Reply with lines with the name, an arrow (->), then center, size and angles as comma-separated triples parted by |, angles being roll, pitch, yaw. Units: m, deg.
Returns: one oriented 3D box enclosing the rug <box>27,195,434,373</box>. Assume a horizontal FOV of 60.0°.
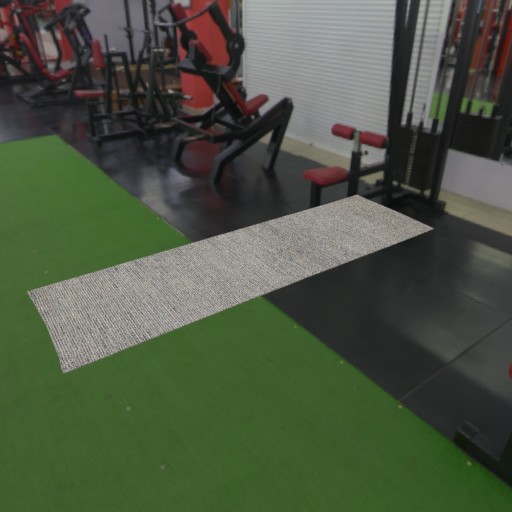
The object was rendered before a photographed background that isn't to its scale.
rug -> 0.000, 0.000, 2.565 | 2.335, 0.013, 0.697 | -18, 35, -29
